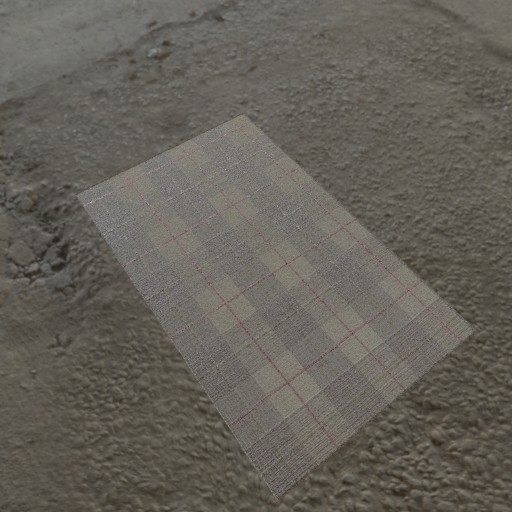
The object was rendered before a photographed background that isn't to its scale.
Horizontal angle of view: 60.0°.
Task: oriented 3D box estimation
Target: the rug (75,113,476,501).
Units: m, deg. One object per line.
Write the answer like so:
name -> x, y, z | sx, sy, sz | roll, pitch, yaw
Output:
rug -> 0.000, 0.000, 2.987 | 1.549, 0.010, 2.464 | -32, 63, -19
